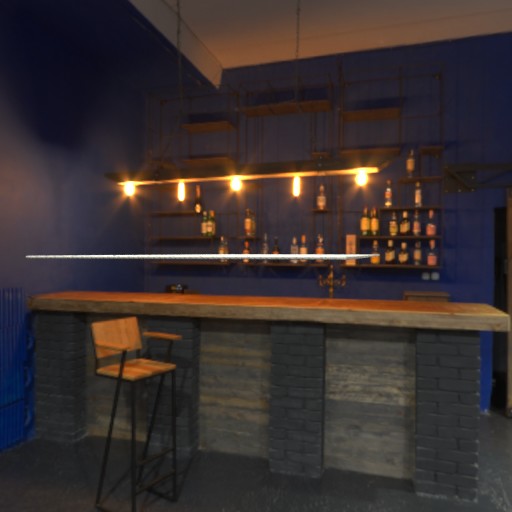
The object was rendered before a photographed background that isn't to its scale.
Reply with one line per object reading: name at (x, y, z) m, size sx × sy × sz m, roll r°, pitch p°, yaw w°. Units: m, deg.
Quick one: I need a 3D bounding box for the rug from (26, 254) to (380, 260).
rug at (0.000, 0.000, 3.046) m, size 1.526 × 0.012 × 2.444 m, roll 0°, pitch 0°, yaw 18°
